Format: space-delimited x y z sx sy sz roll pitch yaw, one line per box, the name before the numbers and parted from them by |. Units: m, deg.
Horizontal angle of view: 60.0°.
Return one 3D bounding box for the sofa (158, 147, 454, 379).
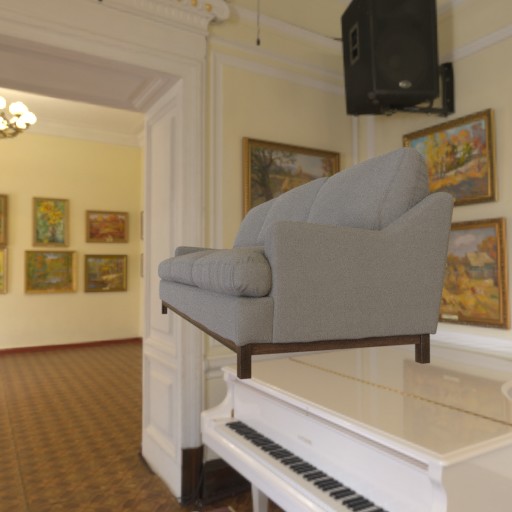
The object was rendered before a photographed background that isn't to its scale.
sofa | 0.000 0.000 2.792 0.987 0.926 2.344 0 -1 -19
